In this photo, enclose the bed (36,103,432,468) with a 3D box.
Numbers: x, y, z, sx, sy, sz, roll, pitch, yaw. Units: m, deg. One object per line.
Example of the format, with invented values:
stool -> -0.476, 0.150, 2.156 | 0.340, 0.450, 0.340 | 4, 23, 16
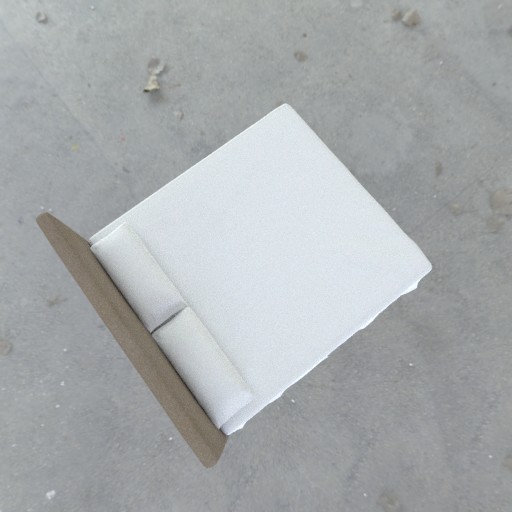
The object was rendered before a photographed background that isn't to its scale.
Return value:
bed -> 0.000, 0.000, 3.653 | 2.341, 1.317, 2.119 | -37, 79, -9
